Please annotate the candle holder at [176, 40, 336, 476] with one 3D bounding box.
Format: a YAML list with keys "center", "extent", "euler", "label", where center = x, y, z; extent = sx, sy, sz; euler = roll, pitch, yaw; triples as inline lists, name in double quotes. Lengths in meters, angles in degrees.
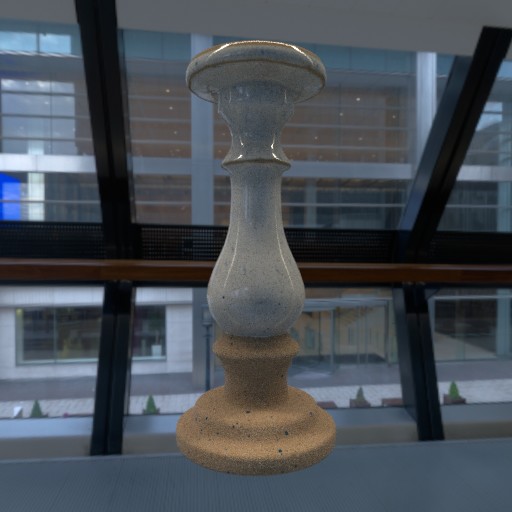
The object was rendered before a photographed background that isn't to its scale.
- center: [0.000, 0.000, 0.244]
  extent: [0.088, 0.203, 0.088]
  euler: [0, 1, 0]
  label: "candle holder"
